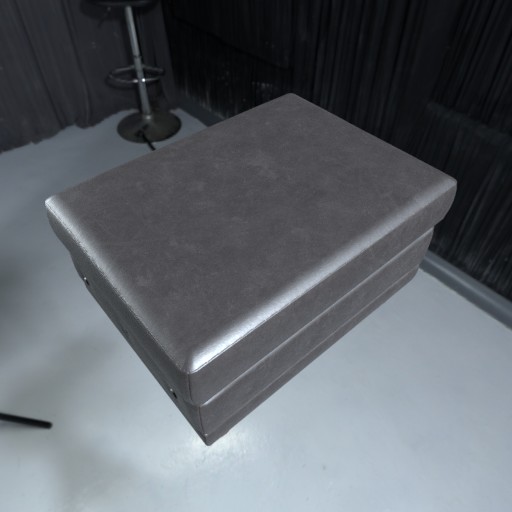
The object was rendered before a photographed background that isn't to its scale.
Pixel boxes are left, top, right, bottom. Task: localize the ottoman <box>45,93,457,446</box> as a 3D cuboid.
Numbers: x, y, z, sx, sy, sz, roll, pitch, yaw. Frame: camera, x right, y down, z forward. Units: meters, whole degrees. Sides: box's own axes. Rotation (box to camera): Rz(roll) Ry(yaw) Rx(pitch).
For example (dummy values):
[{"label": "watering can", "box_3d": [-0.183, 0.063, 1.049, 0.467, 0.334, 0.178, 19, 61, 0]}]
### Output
[{"label": "ottoman", "box_3d": [0.000, 0.000, 1.179, 0.795, 0.498, 0.590, -32, 55, -26]}]
